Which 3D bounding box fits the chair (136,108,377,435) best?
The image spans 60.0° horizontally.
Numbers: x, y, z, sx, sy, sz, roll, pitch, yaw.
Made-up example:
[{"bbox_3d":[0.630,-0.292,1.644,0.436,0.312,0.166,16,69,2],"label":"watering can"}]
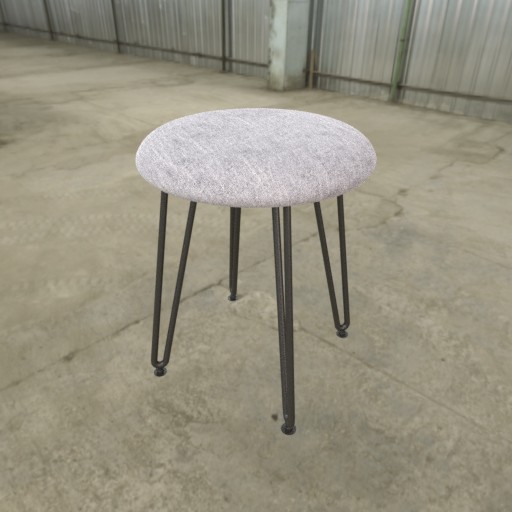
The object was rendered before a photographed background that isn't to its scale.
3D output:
[{"bbox_3d":[0.000,0.000,0.665,0.350,0.386,0.350,-9,32,-14],"label":"chair"}]
